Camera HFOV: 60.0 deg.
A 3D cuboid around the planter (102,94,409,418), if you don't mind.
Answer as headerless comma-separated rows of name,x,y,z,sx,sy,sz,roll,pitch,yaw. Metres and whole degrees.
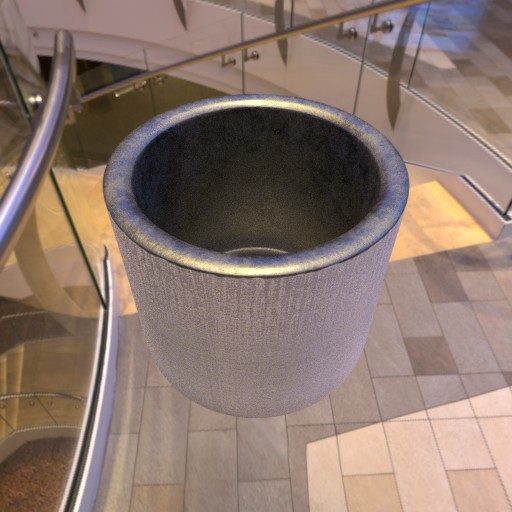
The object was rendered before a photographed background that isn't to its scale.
planter,0.000,0.000,0.222,0.125,0.112,0.125,0,46,0
